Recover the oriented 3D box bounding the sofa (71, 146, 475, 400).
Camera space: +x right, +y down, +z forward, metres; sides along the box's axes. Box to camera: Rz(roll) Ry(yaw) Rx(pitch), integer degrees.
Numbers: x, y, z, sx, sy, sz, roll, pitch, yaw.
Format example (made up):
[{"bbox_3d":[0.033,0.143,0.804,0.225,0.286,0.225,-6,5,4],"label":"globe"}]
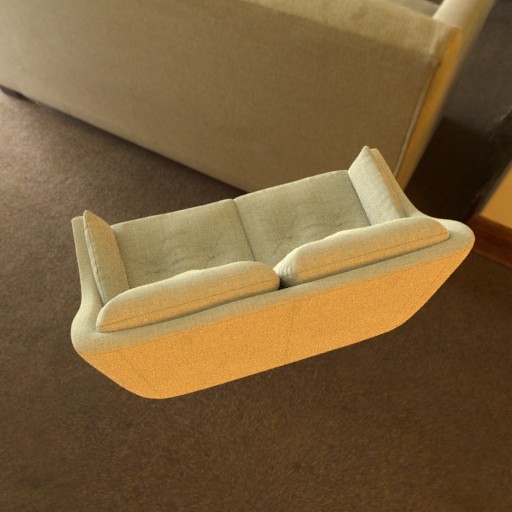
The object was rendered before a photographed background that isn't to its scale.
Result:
[{"bbox_3d":[0.000,0.000,2.183,1.652,0.888,0.965,-15,59,-9],"label":"sofa"}]
